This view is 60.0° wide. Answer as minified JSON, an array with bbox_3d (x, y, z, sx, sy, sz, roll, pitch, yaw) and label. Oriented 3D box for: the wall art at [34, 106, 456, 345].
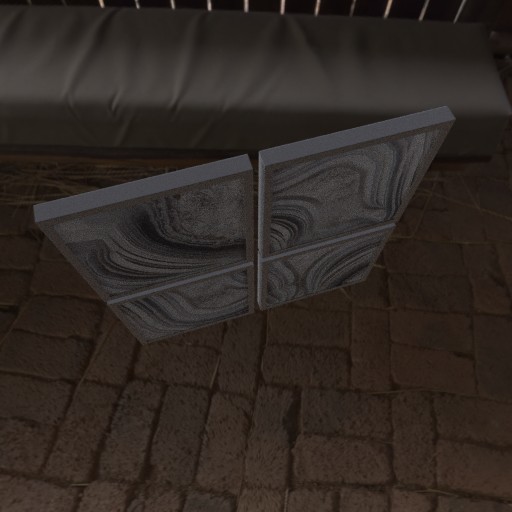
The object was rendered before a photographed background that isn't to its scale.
[{"bbox_3d":[0.000,0.000,0.898,0.611,0.611,0.029,-15,65,-7],"label":"wall art"}]
